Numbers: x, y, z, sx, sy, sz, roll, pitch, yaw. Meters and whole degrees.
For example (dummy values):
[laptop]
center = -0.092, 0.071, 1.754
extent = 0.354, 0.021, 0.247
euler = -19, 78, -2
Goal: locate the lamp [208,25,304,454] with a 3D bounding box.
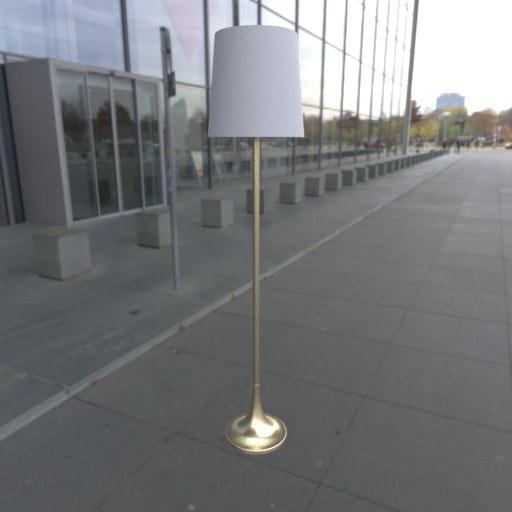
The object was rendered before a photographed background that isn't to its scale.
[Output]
[lamp]
center = 0.000, 0.000, 1.669
extent = 0.337, 1.543, 0.337
euler = 0, 15, 0
